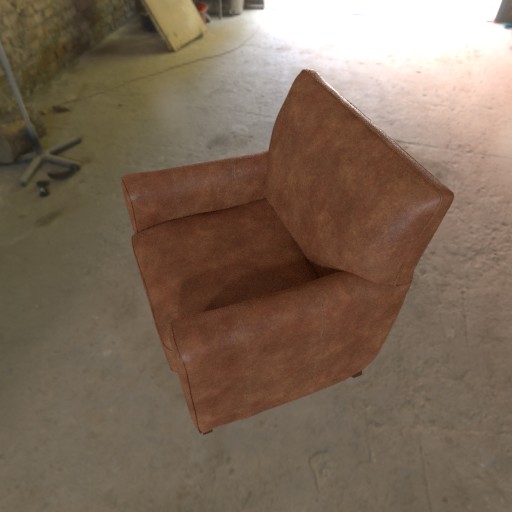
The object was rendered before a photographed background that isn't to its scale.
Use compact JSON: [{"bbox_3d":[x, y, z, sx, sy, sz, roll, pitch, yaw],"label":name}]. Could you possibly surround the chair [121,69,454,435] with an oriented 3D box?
[{"bbox_3d":[0.000,0.000,1.618,0.823,0.943,0.870,-16,48,-15],"label":"chair"}]
